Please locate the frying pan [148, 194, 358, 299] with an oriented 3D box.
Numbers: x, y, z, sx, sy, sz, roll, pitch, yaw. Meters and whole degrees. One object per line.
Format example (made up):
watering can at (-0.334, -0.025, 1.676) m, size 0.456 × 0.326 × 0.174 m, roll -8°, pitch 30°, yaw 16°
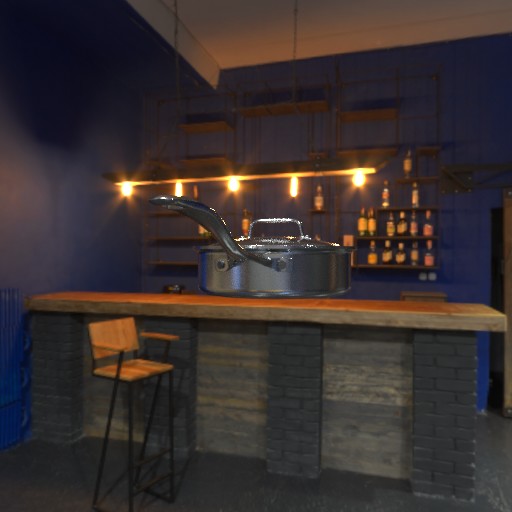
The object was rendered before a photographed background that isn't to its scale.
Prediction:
frying pan at (0.000, 0.000, 0.582) m, size 0.245 × 0.111 × 0.492 m, roll 0°, pitch 0°, yaw 18°
